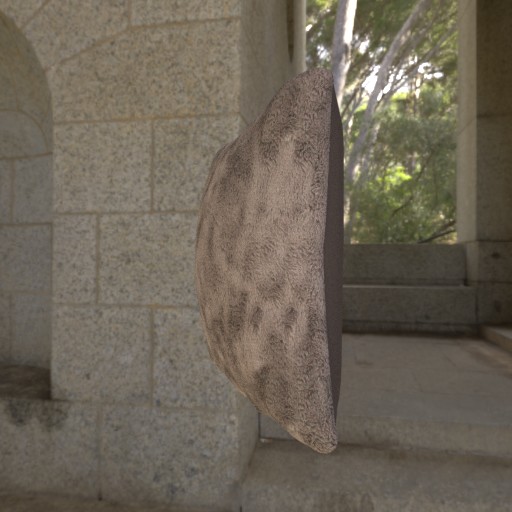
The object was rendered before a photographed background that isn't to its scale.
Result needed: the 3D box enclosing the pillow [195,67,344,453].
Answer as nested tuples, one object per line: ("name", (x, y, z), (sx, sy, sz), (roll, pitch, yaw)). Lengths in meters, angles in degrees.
("pillow", (0.000, 0.000, 0.808), (0.204, 0.520, 0.522), (0, 0, -19))
